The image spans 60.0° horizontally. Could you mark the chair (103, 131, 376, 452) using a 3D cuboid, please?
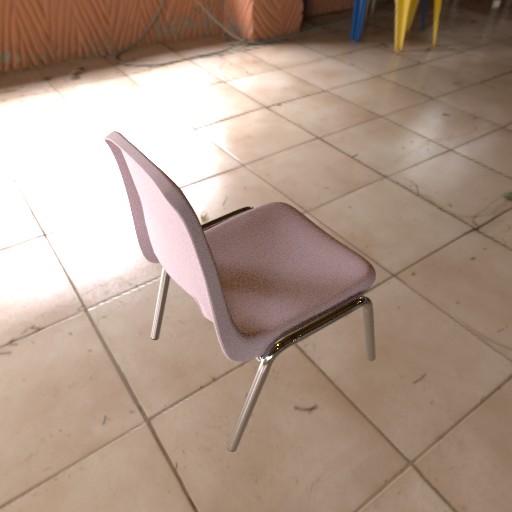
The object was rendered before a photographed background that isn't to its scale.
[{"bbox_3d":[0.000,0.000,0.796,0.385,0.536,0.354,-26,47,-26],"label":"chair"}]
